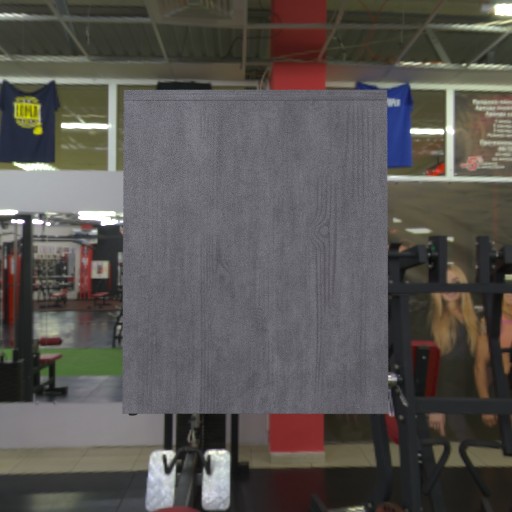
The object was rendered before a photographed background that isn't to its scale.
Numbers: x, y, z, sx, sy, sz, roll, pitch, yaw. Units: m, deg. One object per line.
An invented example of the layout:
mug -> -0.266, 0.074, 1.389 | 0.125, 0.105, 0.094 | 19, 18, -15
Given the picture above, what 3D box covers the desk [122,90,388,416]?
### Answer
desk -> 0.000, 0.000, 1.604 | 0.600, 0.740, 1.200 | 0, -1, 0
